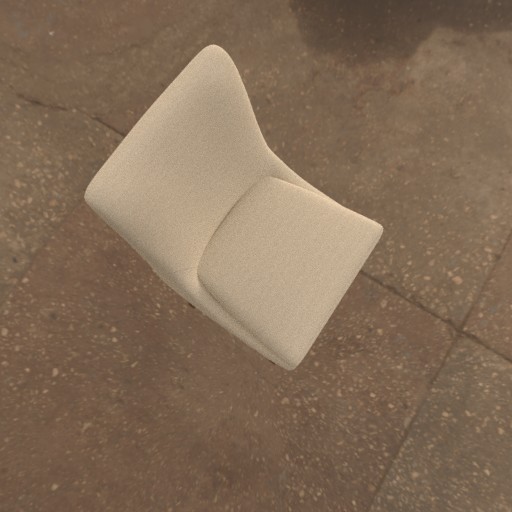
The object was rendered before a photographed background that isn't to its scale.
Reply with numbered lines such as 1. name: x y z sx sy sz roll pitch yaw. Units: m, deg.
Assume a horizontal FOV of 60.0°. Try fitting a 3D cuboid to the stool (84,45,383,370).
1. stool: 0.000 0.000 1.375 0.559 1.093 0.483 33 78 8
